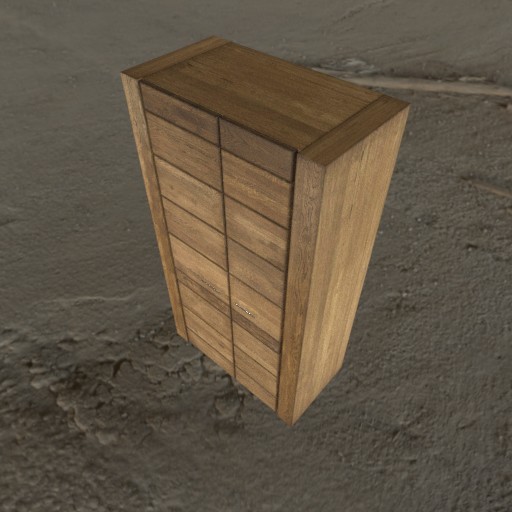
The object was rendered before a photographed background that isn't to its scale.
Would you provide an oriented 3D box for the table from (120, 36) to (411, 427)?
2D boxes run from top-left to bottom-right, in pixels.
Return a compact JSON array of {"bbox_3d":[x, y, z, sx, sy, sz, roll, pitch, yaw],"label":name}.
[{"bbox_3d":[0.000,0.000,2.555,1.100,2.000,0.600,32,54,27],"label":"table"}]
